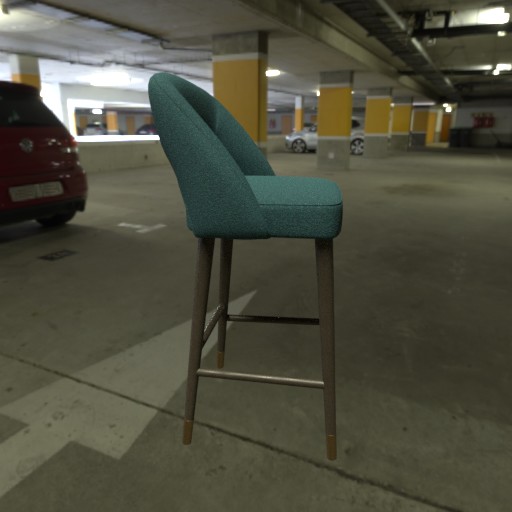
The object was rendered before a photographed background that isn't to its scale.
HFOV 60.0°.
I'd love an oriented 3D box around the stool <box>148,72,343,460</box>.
[{"bbox_3d":[0.000,0.000,1.342,0.522,1.032,0.536,2,16,8],"label":"stool"}]
